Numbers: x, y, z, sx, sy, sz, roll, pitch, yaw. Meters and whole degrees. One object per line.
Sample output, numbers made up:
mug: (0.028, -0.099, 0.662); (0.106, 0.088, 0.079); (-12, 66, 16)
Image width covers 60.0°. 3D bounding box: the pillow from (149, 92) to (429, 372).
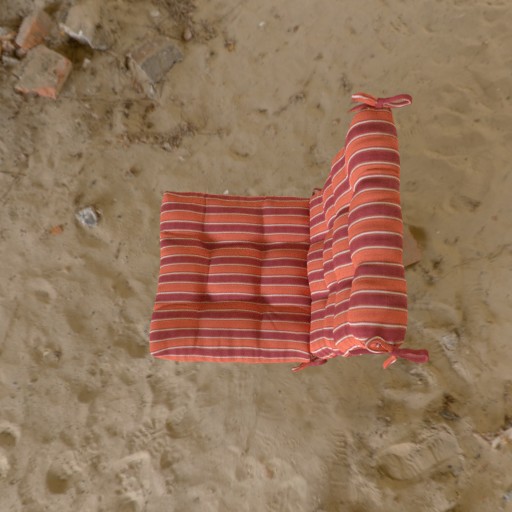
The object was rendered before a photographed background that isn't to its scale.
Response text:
pillow: (0.000, 0.000, 1.034); (0.571, 0.605, 0.519); (2, 76, 0)
